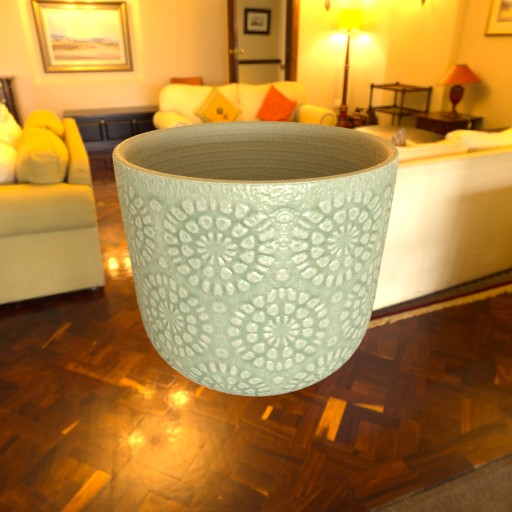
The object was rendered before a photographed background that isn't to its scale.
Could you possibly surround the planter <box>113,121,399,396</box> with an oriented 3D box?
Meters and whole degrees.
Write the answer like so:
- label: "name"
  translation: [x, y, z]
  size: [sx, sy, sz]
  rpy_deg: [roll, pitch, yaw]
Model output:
- label: "planter"
  translation: [0.000, 0.000, 0.304]
  size: [0.169, 0.153, 0.169]
  rpy_deg: [0, 26, 0]
